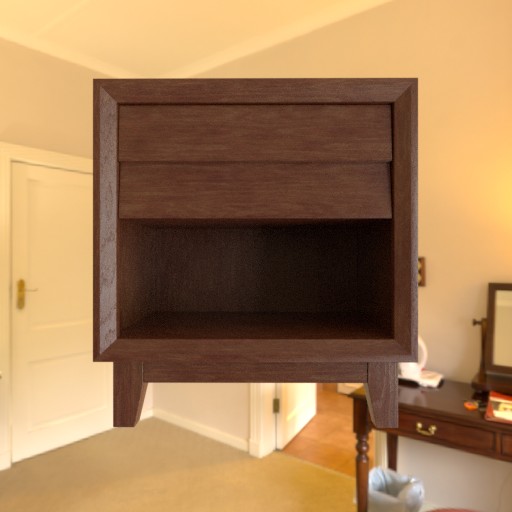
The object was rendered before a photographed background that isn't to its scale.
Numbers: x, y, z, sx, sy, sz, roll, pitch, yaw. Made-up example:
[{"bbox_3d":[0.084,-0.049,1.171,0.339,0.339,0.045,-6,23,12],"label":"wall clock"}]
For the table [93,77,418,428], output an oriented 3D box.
[{"bbox_3d":[0.000,0.000,0.983,0.557,0.609,0.449,0,0,0],"label":"table"}]
